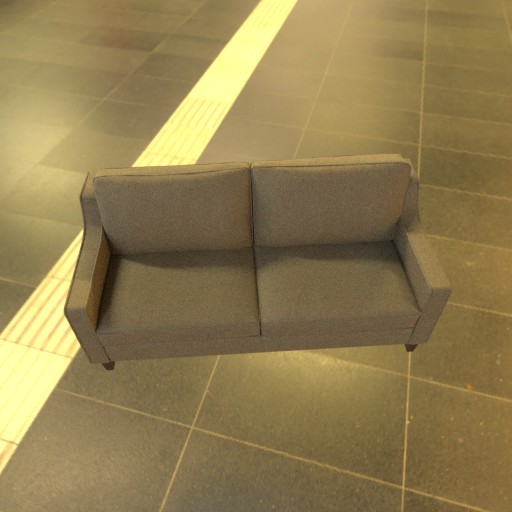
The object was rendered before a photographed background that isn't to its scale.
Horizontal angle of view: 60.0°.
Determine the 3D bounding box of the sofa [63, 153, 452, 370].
[{"bbox_3d":[0.000,0.000,2.917,2.181,1.074,1.073,-3,47,-3],"label":"sofa"}]
